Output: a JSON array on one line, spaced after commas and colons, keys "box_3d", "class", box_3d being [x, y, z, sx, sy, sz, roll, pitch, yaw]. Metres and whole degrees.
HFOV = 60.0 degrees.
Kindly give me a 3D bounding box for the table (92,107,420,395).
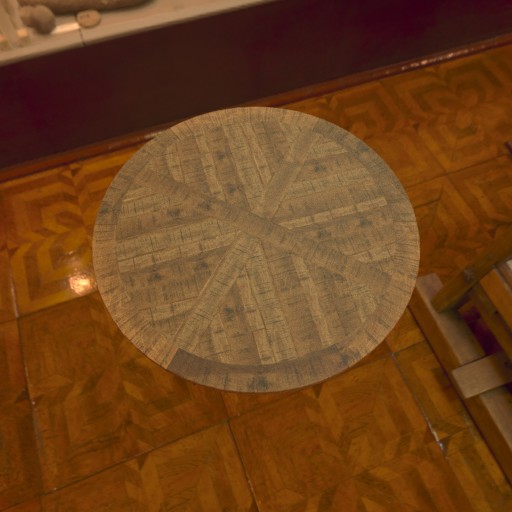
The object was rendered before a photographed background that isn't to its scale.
[{"box_3d": [0.000, 0.000, 1.957, 1.264, 0.516, 1.264, 0, 63, 0], "class": "table"}]
